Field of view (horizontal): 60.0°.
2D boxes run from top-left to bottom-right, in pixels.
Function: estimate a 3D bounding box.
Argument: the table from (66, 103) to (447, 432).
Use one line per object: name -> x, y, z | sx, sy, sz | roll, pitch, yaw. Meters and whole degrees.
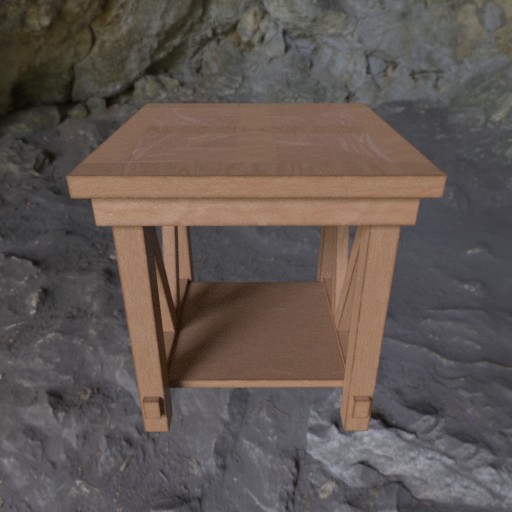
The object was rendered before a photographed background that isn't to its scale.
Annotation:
table -> 0.000, 0.000, 1.131 | 0.610, 0.638, 0.612 | 0, 29, 0
